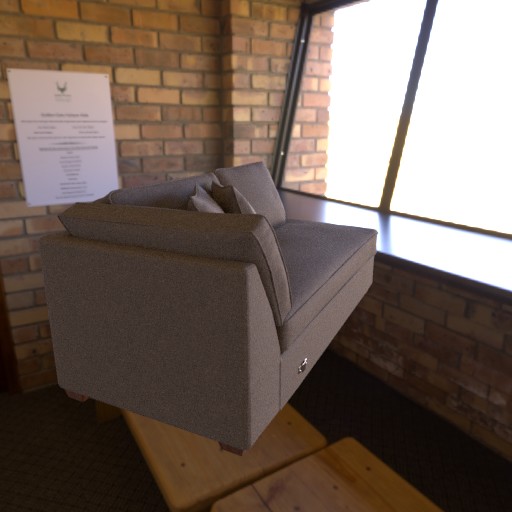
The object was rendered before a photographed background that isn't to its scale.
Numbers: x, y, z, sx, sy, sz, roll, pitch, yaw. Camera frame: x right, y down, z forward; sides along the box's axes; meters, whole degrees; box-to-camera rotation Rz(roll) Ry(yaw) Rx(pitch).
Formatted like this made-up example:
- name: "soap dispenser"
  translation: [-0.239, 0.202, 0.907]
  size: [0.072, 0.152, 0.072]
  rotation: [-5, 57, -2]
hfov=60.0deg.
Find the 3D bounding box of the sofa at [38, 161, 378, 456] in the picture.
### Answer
- name: "sofa"
  translation: [0.000, 0.000, 2.786]
  size: [1.110, 1.033, 2.237]
  rotation: [8, 18, 25]
